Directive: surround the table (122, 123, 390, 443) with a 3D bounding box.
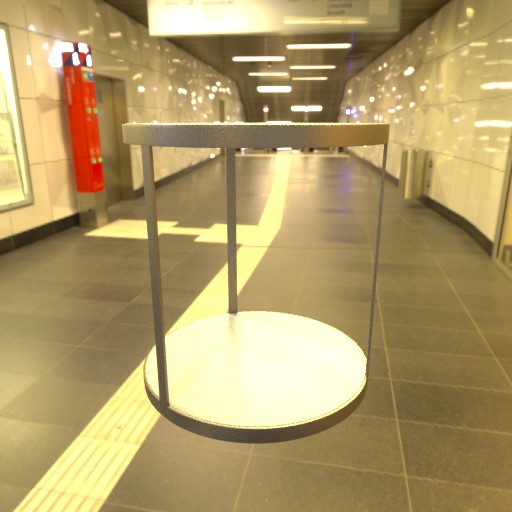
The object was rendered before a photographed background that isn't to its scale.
[{"bbox_3d":[0.000,0.000,0.836,0.445,0.479,0.445,0,17,0],"label":"table"}]
